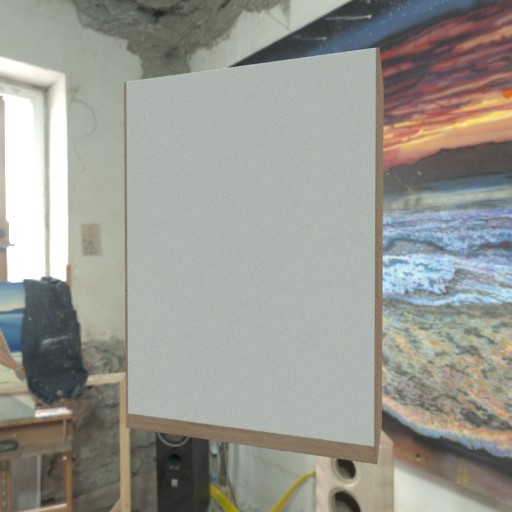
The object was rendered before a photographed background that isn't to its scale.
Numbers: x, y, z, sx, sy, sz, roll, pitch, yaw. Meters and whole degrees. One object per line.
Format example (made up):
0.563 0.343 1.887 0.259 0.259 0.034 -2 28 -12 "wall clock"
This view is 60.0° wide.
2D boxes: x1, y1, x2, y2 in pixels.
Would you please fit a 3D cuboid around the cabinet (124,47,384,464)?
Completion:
0.000 0.000 2.763 1.500 2.120 0.590 0 1 18 "cabinet"
